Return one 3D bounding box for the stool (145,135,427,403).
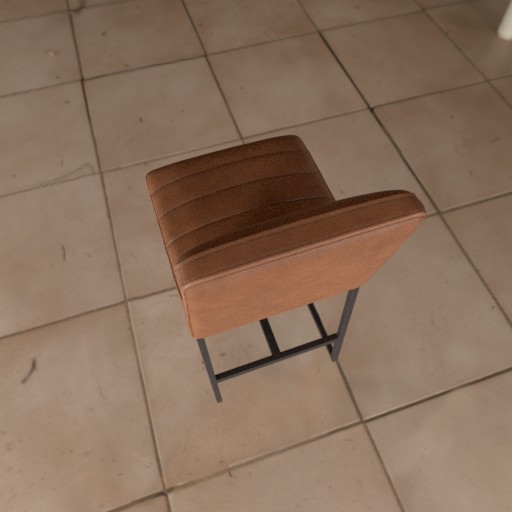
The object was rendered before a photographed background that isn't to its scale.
[{"bbox_3d":[0.000,0.000,1.221,0.458,0.940,0.556,-17,61,-10],"label":"stool"}]
